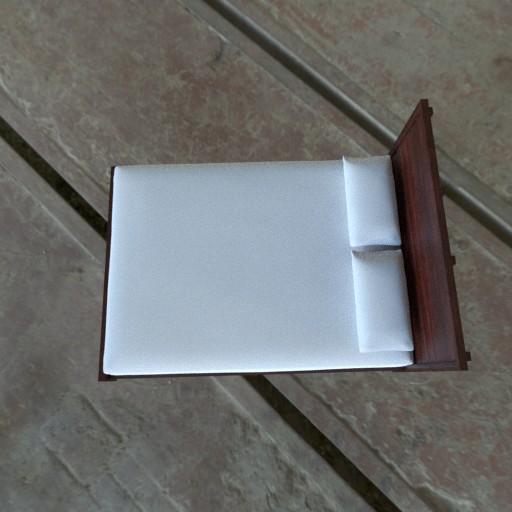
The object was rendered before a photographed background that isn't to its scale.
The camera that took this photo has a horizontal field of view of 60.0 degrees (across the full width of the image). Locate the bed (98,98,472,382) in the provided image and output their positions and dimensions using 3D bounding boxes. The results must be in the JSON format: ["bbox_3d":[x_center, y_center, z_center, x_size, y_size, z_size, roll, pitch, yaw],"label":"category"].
[{"bbox_3d":[0.000,0.000,3.875,2.803,1.492,2.040,-2,75,0],"label":"bed"}]
